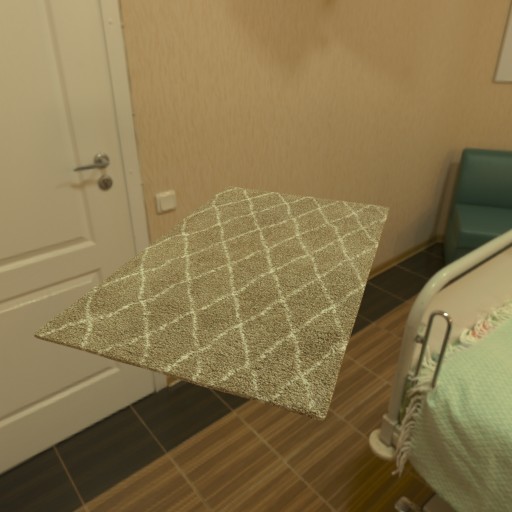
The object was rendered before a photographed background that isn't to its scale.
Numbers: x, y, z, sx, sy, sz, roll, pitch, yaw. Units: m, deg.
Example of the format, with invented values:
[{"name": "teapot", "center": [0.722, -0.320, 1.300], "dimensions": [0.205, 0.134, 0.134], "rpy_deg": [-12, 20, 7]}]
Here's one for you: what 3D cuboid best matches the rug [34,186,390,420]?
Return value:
[{"name": "rug", "center": [0.000, 0.000, 3.033], "dimensions": [1.524, 0.030, 2.438], "rpy_deg": [10, 30, 18]}]
